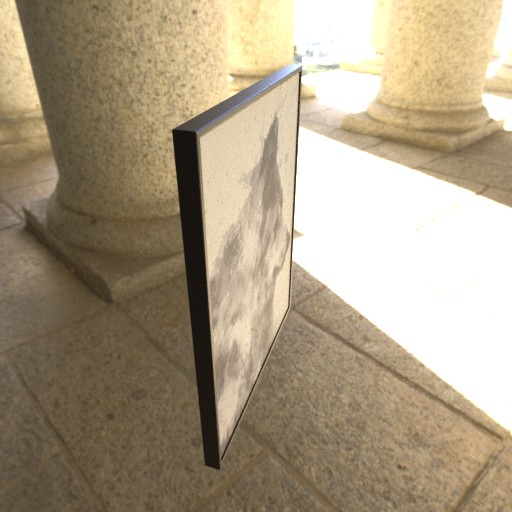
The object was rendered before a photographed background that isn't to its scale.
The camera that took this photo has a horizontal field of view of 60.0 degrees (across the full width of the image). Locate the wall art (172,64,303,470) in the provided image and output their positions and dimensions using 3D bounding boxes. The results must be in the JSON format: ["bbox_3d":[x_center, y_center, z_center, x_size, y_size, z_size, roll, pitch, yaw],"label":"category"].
[{"bbox_3d":[0.000,0.000,0.764,0.028,0.551,0.451,10,33,16],"label":"wall art"}]
